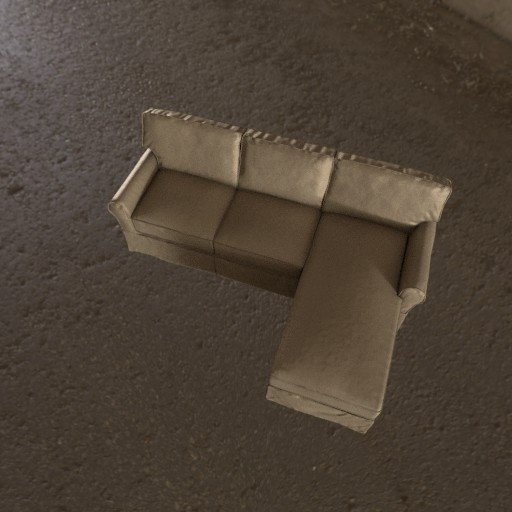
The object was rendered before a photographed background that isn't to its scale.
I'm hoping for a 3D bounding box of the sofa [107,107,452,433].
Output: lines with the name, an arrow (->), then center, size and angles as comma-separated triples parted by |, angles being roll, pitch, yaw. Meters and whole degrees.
sofa -> 0.000, 0.000, 3.326 | 2.475, 0.978, 1.733 | 16, 60, 10
